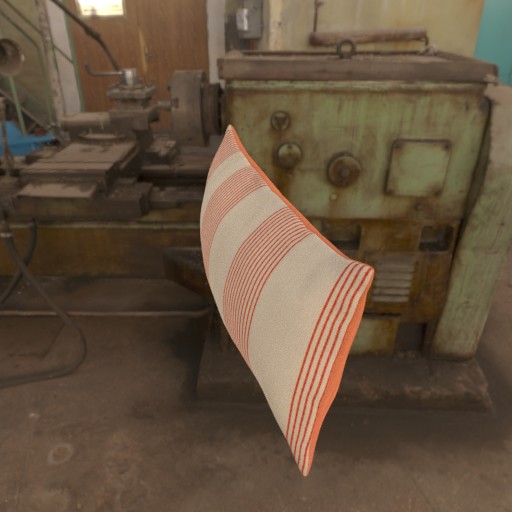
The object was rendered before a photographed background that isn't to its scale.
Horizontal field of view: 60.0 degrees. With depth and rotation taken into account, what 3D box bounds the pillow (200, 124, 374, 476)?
[{"bbox_3d":[0.000,0.000,0.734,0.156,0.292,0.608,-8,30,-14],"label":"pillow"}]
